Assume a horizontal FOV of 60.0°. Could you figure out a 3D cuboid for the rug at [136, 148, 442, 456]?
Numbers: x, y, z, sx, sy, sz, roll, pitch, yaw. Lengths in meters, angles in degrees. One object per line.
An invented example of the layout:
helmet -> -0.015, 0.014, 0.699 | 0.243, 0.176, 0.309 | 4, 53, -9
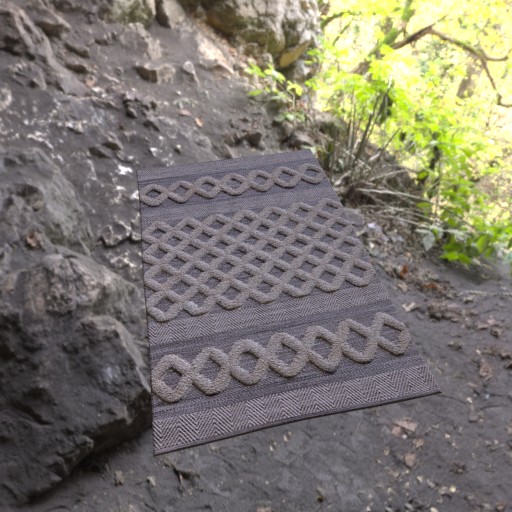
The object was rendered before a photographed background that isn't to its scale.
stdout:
rug -> 0.000, 0.000, 2.995 | 1.513, 0.033, 2.333 | -9, 48, -8
